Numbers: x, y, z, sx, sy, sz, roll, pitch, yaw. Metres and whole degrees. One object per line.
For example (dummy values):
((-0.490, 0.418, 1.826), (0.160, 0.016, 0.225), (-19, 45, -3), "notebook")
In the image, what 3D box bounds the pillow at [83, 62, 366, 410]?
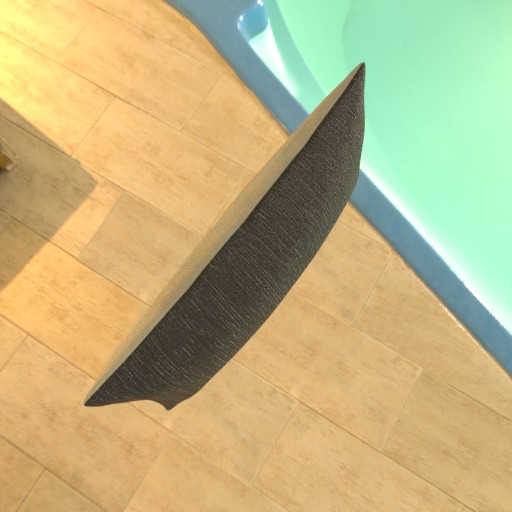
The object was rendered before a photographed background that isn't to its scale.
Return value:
((0.000, 0.000, 0.735), (0.156, 0.305, 0.608), (36, 78, 9), "pillow")
